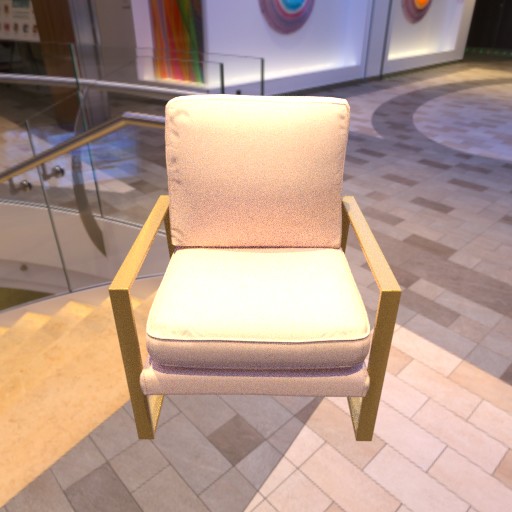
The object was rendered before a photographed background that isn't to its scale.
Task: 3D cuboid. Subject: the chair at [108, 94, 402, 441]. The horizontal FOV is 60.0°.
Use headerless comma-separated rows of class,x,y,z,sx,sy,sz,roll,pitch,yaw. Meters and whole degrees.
chair,0.000,0.000,1.506,0.758,0.956,0.813,0,31,1
